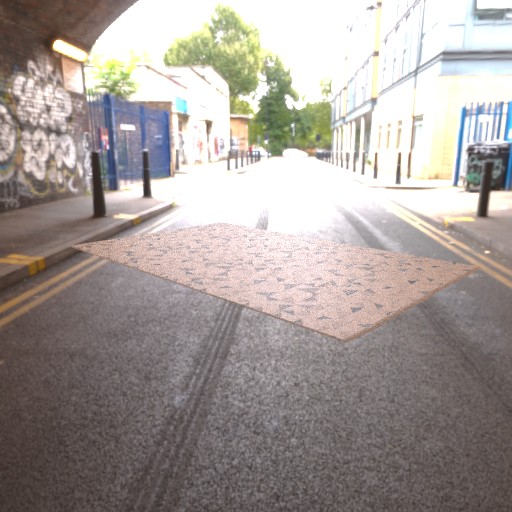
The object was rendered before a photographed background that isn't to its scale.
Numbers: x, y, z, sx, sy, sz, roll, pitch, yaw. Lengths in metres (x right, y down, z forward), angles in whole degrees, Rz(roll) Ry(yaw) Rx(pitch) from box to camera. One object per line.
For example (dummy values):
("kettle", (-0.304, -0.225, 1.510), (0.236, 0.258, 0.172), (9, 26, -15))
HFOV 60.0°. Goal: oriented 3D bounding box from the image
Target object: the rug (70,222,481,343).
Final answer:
("rug", (0.000, 0.000, 3.044), (2.457, 0.009, 1.512), (13, 19, 43))
